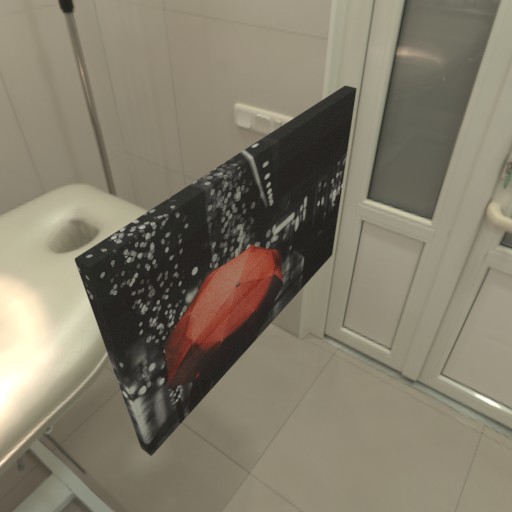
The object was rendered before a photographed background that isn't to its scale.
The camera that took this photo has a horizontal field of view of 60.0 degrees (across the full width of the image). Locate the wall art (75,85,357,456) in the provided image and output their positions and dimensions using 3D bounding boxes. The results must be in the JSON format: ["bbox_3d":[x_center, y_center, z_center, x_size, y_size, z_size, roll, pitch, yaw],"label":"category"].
[{"bbox_3d":[0.000,0.000,1.153,0.038,0.609,0.914,25,46,26],"label":"wall art"}]
